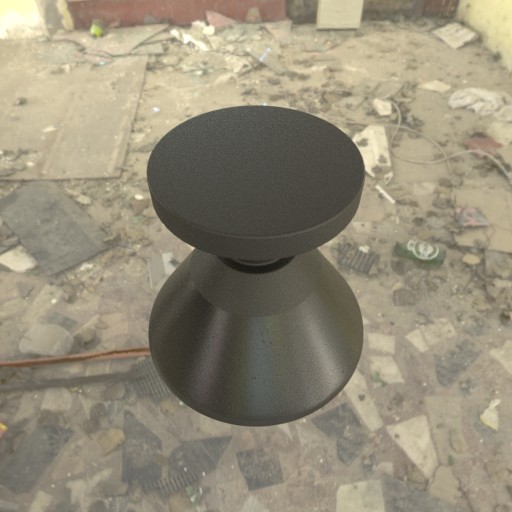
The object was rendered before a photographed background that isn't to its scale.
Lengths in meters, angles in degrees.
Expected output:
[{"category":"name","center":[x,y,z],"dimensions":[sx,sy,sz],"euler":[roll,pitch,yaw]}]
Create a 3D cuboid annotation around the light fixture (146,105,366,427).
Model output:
[{"category":"light fixture","center":[0.000,0.000,0.351],"dimensions":[0.200,0.183,0.200],"euler":[0,48,0]}]
